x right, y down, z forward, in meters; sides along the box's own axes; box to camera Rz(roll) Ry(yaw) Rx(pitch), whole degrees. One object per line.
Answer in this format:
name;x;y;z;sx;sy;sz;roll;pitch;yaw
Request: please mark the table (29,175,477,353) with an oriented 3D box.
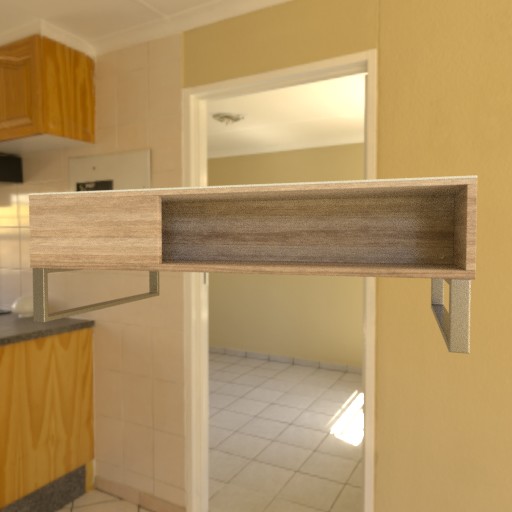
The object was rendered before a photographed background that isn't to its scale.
table;0.000;0.000;1.321;1.100;0.350;0.600;1;2;18
